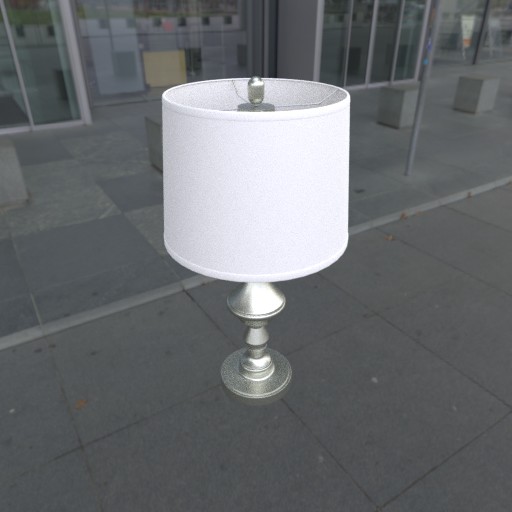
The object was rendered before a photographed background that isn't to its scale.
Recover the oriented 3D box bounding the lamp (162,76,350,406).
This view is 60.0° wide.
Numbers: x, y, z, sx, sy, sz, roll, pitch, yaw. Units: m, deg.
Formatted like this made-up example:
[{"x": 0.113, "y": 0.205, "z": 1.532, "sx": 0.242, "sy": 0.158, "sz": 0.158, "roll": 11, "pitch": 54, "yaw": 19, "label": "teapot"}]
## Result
[{"x": 0.000, "y": 0.000, "z": 0.967, "sx": 0.383, "sy": 0.733, "sz": 0.383, "roll": 0, "pitch": 30, "yaw": 0, "label": "lamp"}]
